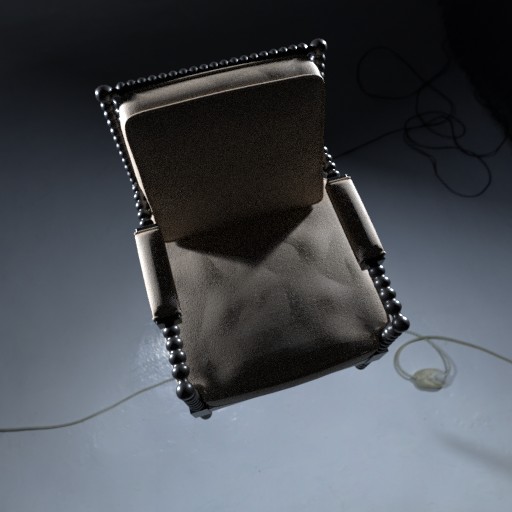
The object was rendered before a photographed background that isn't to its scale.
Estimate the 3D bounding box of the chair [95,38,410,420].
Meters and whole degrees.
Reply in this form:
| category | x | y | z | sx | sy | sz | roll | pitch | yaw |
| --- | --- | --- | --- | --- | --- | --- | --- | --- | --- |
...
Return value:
| category | x | y | z | sx | sy | sz | roll | pitch | yaw |
| --- | --- | --- | --- | --- | --- | --- | --- | --- | --- |
| chair | 0.000 | 0.000 | 1.145 | 0.555 | 0.703 | 0.657 | -15 | 66 | -7 |
